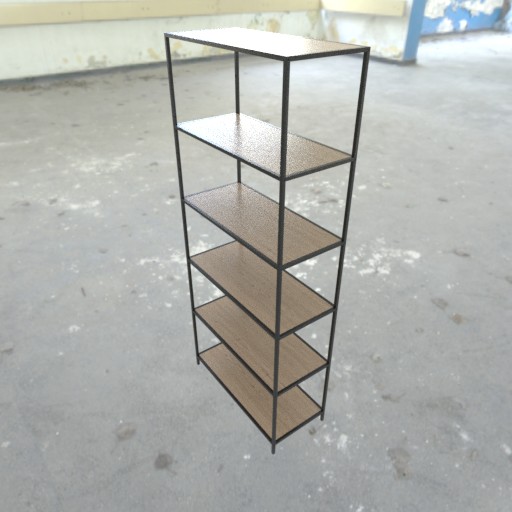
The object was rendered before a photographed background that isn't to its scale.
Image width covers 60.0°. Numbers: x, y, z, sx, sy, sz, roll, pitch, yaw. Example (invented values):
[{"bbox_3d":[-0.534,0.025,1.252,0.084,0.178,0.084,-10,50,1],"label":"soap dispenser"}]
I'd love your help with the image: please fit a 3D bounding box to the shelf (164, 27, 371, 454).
[{"bbox_3d":[0.000,0.000,2.091,0.350,1.850,0.770,-21,38,-30],"label":"shelf"}]
